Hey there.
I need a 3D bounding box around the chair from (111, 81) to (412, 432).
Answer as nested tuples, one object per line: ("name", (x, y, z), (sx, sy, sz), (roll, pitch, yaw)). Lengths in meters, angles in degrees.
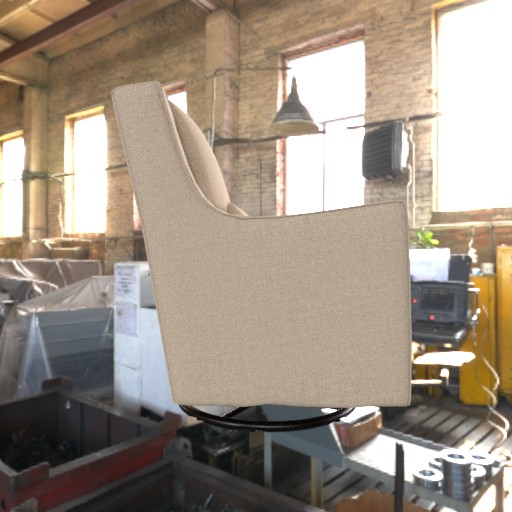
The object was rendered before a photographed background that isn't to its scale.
("chair", (0.000, 0.000, 1.541), (0.879, 0.993, 0.732), (0, 0, 1))
